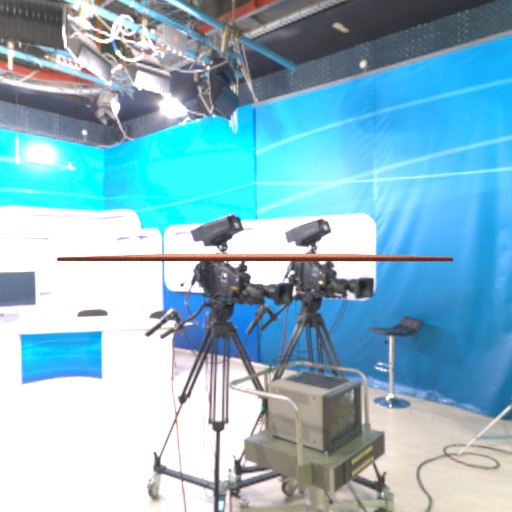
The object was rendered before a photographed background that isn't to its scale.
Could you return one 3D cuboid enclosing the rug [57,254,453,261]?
[{"bbox_3d":[0.000,0.000,2.272,1.219,0.014,1.829,0,1,0],"label":"rug"}]
